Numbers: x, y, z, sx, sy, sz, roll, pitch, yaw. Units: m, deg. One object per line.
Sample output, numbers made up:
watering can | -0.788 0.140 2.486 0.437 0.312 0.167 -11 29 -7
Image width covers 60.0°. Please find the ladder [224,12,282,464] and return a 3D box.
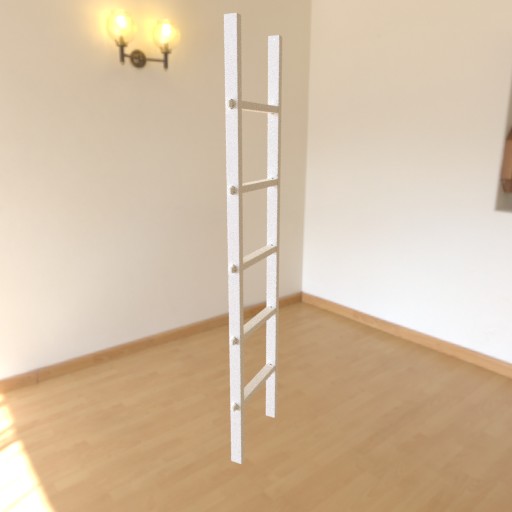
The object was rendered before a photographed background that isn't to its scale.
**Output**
ladder | 0.000 0.000 1.907 0.051 1.797 0.452 7 16 25
